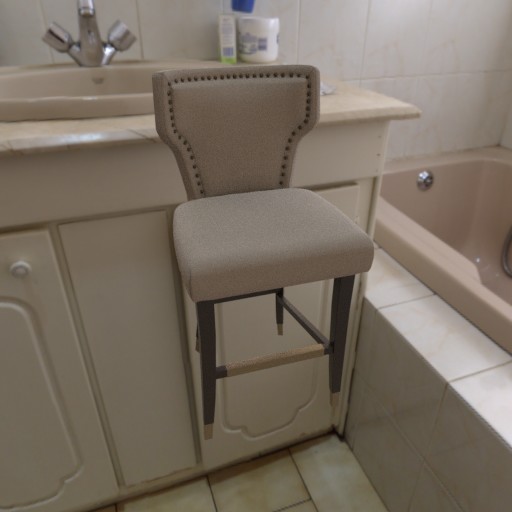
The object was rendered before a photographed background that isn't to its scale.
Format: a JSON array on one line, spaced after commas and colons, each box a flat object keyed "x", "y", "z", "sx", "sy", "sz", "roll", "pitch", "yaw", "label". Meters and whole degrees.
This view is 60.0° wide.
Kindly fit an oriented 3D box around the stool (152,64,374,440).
[{"x": 0.000, "y": 0.000, "z": 1.433, "sx": 0.526, "sy": 1.092, "sz": 0.563, "roll": -9, "pitch": 31, "yaw": -15, "label": "stool"}]
